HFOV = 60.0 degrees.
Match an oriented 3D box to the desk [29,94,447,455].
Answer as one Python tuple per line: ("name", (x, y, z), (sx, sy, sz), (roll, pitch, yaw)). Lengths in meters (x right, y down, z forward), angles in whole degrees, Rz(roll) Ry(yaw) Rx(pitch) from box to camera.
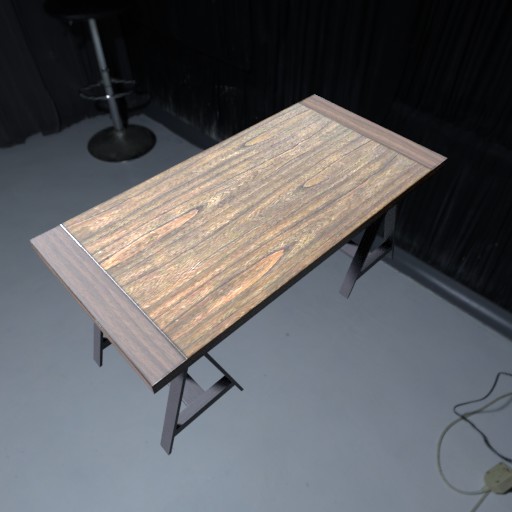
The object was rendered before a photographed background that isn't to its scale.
("desk", (0.000, 0.000, 2.015), (1.543, 0.725, 0.784), (-35, 57, -28))
